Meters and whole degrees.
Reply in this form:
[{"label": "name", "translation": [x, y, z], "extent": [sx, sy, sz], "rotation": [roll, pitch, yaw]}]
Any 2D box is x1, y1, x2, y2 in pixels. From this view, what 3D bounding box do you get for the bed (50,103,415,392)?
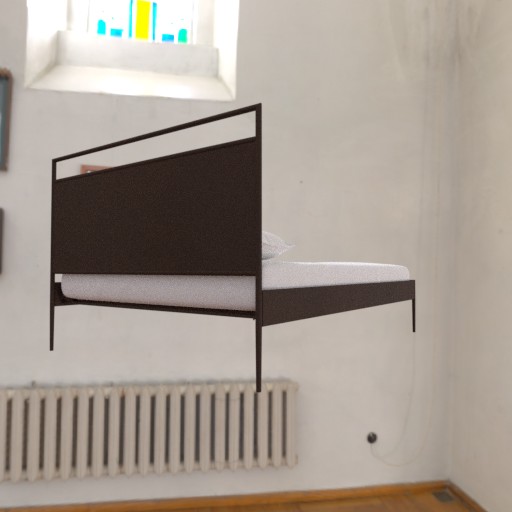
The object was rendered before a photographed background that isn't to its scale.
[{"label": "bed", "translation": [0.000, 0.000, 3.103], "extent": [1.572, 1.173, 2.122], "rotation": [-1, -2, 36]}]
